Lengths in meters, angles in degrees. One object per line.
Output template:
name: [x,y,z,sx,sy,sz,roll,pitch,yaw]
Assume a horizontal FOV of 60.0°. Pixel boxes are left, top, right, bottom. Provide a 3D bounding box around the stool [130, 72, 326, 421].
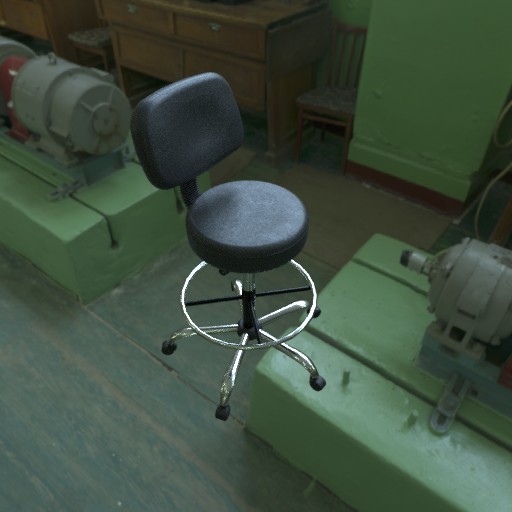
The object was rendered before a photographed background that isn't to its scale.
stool: [0.000,0.000,1.536,0.658,1.069,0.694,26,48,27]
